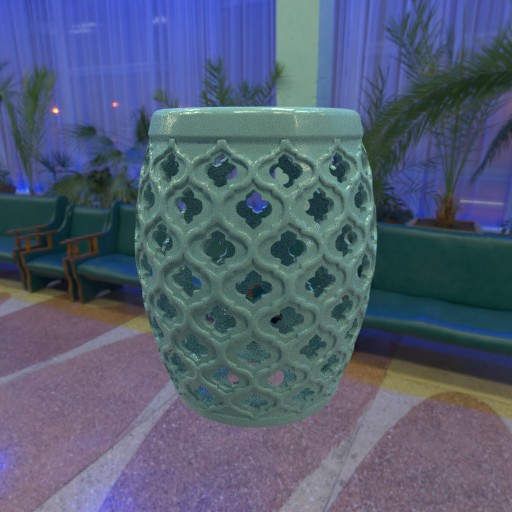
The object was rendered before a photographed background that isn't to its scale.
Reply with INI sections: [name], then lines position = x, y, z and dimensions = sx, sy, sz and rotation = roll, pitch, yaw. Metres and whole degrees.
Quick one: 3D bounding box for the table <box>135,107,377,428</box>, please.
[table]
position = 0.000, 0.000, 0.623
dimensions = 0.325, 0.388, 0.325
rotation = 0, 16, 0
